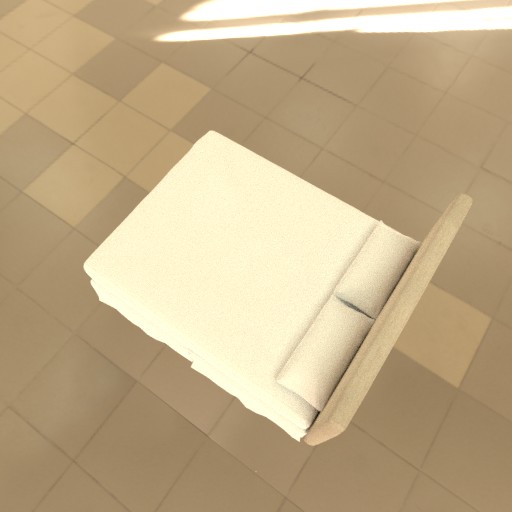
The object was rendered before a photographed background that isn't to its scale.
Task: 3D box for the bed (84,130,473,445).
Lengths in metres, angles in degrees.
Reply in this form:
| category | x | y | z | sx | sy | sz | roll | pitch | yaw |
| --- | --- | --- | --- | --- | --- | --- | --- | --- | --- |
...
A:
| category | x | y | z | sx | sy | sz | roll | pitch | yaw |
| --- | --- | --- | --- | --- | --- | --- | --- | --- | --- |
| bed | 0.000 | 0.000 | 3.272 | 2.162 | 1.330 | 1.713 | 32 | 68 | 14 |
